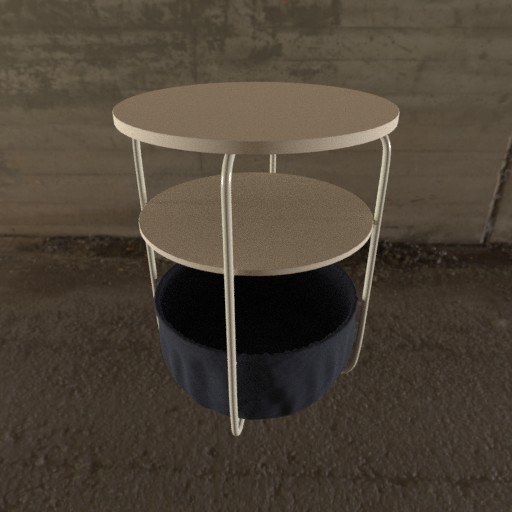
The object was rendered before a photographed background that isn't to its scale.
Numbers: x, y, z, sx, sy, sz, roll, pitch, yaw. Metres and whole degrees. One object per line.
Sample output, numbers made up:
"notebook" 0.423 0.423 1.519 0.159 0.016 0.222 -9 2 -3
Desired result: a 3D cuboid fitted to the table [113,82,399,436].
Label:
"table" 0.000 0.000 0.803 0.418 0.532 0.418 -19 35 -30
